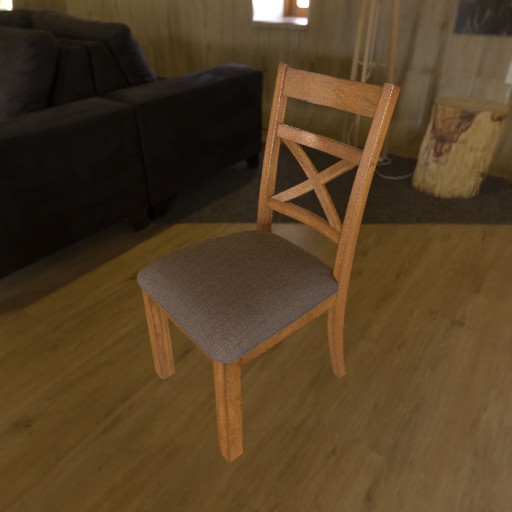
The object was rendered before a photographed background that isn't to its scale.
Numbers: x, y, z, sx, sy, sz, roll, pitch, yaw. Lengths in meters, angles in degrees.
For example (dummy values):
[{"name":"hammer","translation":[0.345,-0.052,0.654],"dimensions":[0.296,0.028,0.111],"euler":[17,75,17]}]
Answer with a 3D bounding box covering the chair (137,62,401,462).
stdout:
[{"name":"chair","translation":[0.000,0.000,1.288],"dimensions":[0.581,0.949,0.470],"euler":[-23,39,-32]}]
